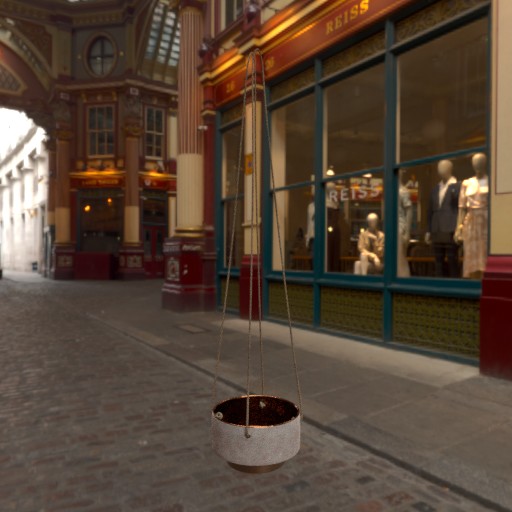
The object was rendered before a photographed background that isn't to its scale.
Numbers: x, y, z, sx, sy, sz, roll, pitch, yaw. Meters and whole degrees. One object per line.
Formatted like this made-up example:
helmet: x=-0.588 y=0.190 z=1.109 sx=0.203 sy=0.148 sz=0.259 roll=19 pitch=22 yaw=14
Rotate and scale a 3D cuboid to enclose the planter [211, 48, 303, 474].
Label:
planter: x=0.000 y=0.000 z=1.116 sx=0.223 sy=1.030 sz=0.223 roll=-1 pitch=1 yaw=-35
